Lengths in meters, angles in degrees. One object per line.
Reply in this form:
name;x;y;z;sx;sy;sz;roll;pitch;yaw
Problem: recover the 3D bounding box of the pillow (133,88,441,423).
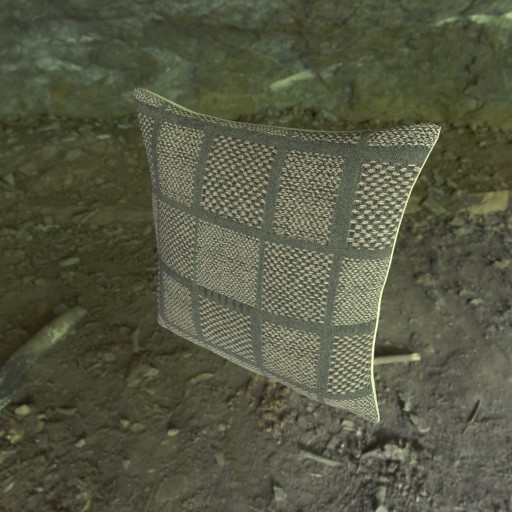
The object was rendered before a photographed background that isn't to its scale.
pillow;0.000;0.000;0.649;0.435;0.432;0.138;17;33;28
